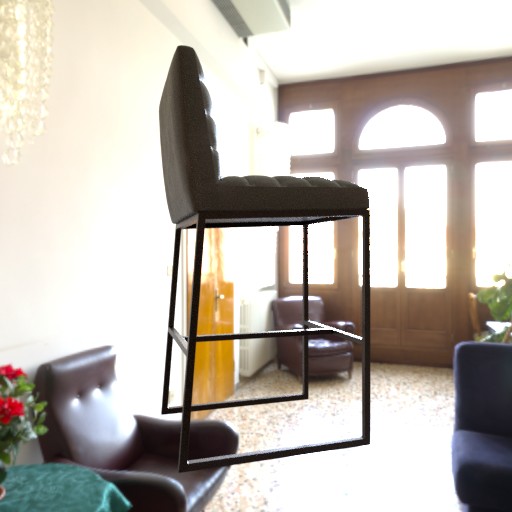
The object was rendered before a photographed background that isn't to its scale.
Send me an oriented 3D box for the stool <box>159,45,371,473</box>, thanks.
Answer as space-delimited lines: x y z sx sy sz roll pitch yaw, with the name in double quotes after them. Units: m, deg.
0.000 0.000 1.377 0.562 1.065 0.463 0 0 -18 "stool"
